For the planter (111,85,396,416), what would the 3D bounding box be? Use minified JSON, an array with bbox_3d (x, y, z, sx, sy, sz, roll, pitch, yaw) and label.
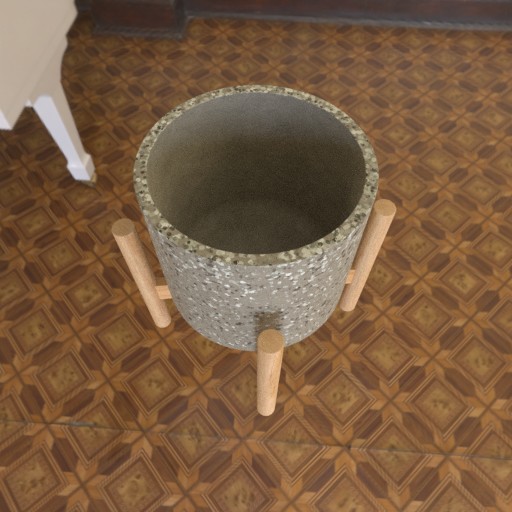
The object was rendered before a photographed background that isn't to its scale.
[{"bbox_3d":[0.000,0.000,0.540,0.284,0.320,0.284,15,59,9],"label":"planter"}]
